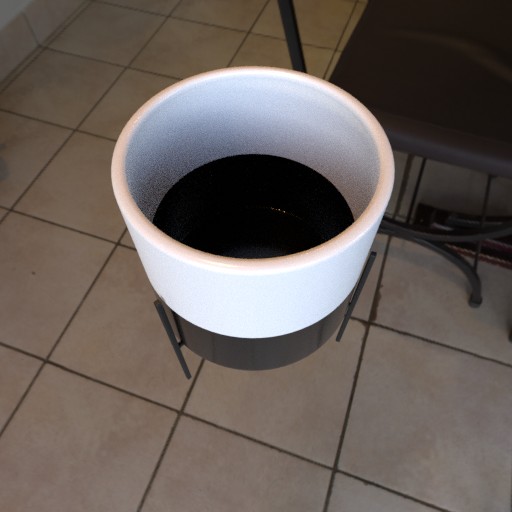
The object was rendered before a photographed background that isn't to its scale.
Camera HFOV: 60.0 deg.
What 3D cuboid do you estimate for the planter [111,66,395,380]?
[{"bbox_3d":[0.000,0.000,0.655,0.310,0.432,0.310,1,58,0],"label":"planter"}]
